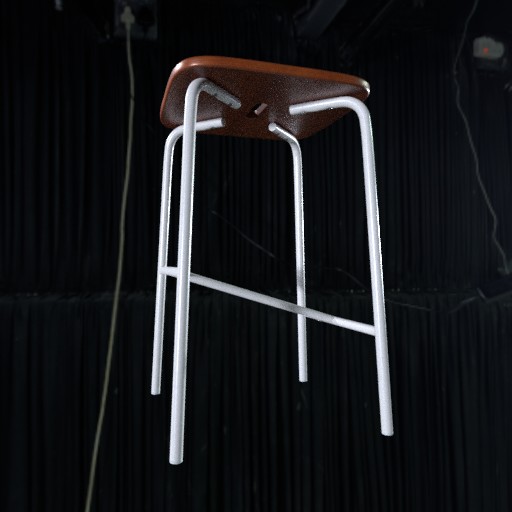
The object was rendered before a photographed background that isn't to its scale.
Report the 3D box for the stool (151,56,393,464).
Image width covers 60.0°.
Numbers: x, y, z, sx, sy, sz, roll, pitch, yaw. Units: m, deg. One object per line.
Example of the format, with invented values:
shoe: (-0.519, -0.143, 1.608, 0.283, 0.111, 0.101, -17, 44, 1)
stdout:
stool: (0.000, 0.000, 0.878, 0.376, 0.610, 0.376, 0, -1, -17)
